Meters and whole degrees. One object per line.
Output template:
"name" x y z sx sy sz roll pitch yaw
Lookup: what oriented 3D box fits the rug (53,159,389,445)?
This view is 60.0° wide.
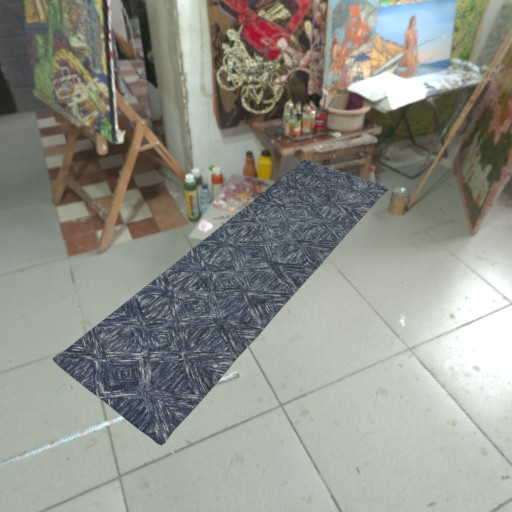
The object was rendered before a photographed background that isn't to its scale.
"rug" 0.000 0.000 2.620 0.719 0.013 2.306 25 47 26
